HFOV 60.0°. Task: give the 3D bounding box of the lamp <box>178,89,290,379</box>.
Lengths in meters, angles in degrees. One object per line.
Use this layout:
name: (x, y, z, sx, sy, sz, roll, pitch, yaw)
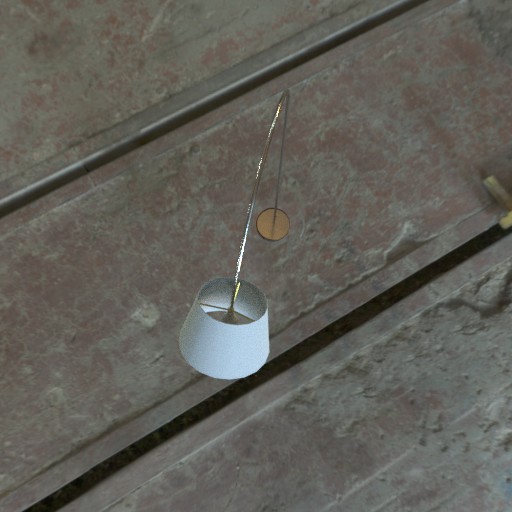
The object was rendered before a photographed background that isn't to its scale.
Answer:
lamp: (0.000, 0.000, 2.664, 0.406, 2.098, 1.445, 14, 75, 4)
